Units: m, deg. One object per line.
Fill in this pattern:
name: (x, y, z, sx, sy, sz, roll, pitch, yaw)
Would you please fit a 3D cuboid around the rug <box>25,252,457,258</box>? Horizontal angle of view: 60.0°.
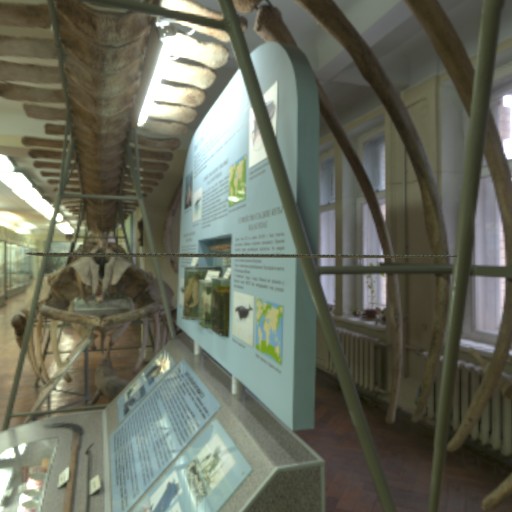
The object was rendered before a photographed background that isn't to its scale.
rug: (0.000, 0.000, 2.546, 2.286, 0.008, 0.686, 0, -1, -19)
